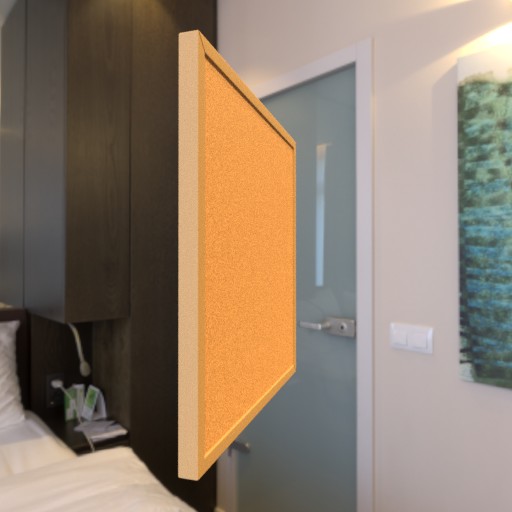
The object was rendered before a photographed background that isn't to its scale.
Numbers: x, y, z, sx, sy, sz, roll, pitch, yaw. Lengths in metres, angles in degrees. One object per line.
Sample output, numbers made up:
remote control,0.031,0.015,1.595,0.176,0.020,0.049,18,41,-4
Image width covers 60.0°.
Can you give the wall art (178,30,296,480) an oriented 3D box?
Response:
wall art,0.000,0.000,1.115,0.037,0.761,0.761,0,0,18
